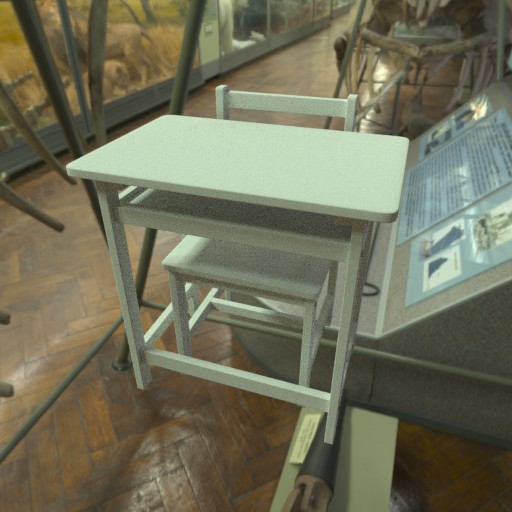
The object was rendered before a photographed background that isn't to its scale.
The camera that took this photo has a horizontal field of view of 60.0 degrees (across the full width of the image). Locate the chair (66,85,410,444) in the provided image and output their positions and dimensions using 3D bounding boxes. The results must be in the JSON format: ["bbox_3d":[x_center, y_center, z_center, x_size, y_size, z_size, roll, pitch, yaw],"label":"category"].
[{"bbox_3d":[0.000,0.000,1.061,0.599,0.673,0.461,10,34,16],"label":"chair"}]
